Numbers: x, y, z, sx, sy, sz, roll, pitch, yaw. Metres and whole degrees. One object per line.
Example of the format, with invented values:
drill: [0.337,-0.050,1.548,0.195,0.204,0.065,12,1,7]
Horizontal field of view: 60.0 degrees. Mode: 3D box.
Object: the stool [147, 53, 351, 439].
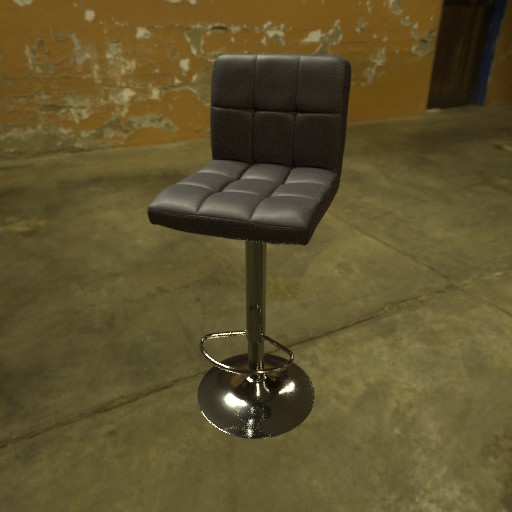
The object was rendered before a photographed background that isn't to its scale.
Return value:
stool: [0.000,0.000,1.361,0.430,1.115,0.505,9,28,16]
